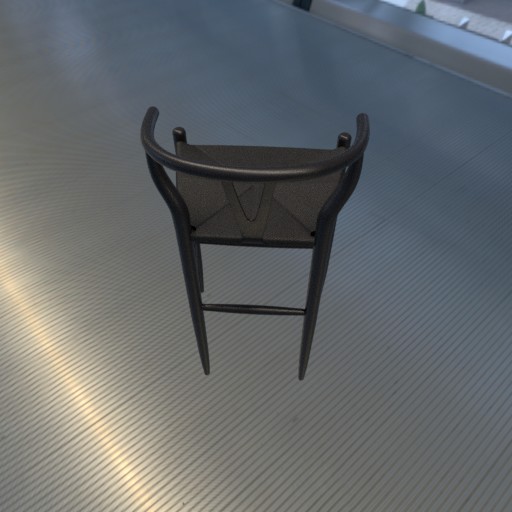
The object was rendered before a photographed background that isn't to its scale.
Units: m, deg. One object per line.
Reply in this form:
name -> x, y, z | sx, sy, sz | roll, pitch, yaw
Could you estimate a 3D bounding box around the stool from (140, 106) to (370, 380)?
stool -> 0.000, 0.000, 1.421 | 0.569, 1.072, 0.579 | 3, 47, 2
